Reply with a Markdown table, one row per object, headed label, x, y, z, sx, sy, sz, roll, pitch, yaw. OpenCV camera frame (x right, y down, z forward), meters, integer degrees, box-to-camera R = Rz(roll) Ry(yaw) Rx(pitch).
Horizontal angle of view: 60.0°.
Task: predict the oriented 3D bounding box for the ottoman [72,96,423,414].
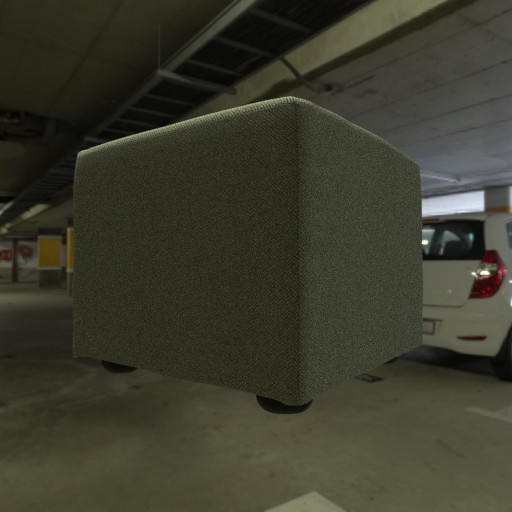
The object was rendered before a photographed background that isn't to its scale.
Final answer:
| label | x | y | z | sx | sy | sz | roll | pitch | yaw |
| --- | --- | --- | --- | --- | --- | --- | --- | --- | --- |
| ottoman | 0.000 | 0.000 | 0.895 | 0.521 | 0.453 | 0.512 | -1 | -1 | 37 |
